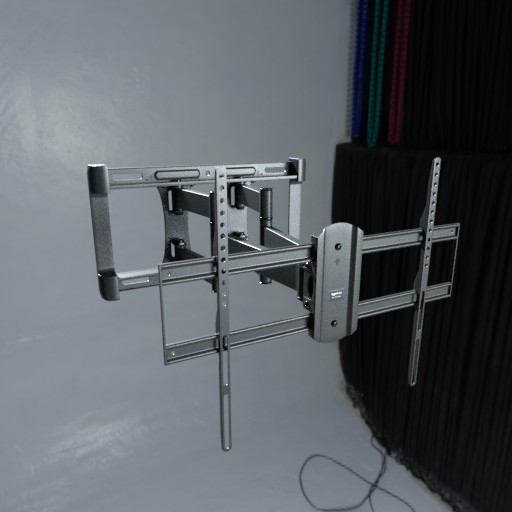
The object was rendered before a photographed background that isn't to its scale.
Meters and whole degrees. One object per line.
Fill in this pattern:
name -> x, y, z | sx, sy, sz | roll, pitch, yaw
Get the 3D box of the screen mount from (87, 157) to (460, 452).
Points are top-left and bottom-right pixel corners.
screen mount -> 0.000, 0.000, 1.079 | 0.661, 0.491, 0.644 | -8, 18, -26
